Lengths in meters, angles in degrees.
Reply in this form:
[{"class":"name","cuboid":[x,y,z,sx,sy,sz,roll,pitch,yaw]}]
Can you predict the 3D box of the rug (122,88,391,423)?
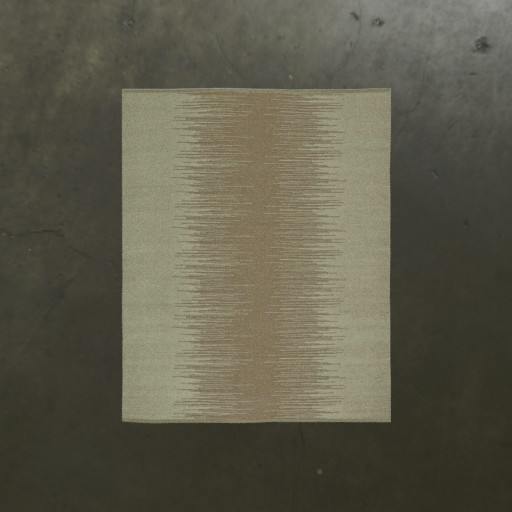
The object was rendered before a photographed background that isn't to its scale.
[{"class":"rug","cuboid":[0.000,0.000,4.027,2.438,0.013,3.048,0,90,0]}]
